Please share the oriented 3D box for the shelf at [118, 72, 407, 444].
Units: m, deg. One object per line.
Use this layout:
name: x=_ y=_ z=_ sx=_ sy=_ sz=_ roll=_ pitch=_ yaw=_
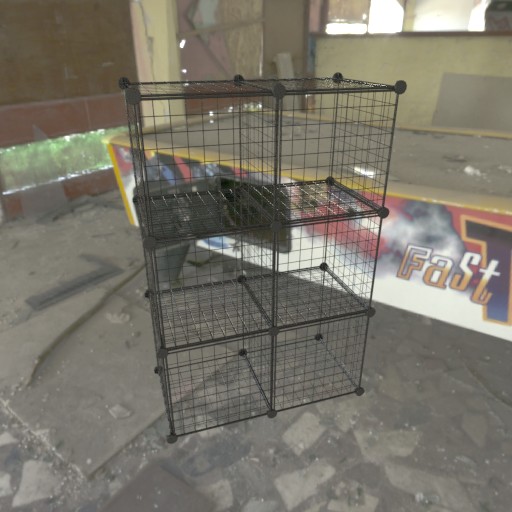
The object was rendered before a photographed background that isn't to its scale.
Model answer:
shelf: x=0.000 y=0.000 z=1.433 sx=0.711 sy=1.067 sz=0.356 roll=-8 pitch=27 yaw=-16
